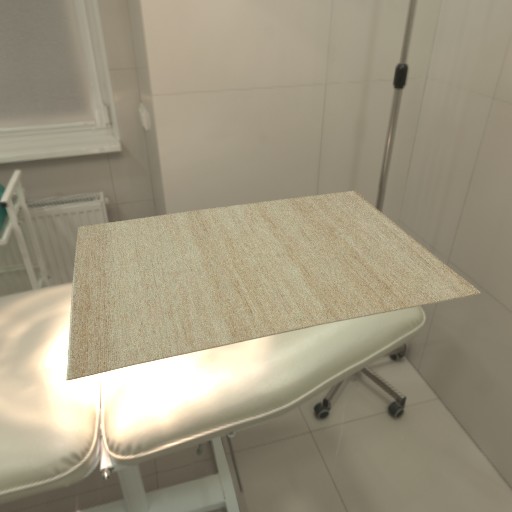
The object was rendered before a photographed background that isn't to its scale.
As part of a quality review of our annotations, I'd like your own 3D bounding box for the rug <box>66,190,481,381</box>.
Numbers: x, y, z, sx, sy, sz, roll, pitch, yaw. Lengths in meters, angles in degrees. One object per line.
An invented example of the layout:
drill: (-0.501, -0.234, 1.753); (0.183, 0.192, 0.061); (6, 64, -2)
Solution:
rug: (0.000, 0.000, 2.996); (2.346, 0.029, 1.574); (-9, 33, -14)
